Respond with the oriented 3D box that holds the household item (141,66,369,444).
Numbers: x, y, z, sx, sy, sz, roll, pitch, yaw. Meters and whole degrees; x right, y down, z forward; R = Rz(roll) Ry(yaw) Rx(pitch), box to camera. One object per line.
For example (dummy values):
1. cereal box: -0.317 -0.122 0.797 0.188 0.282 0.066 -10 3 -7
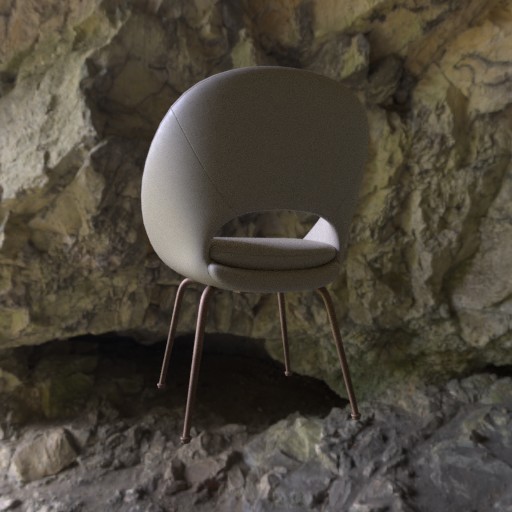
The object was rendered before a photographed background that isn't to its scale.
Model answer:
1. household item: 0.000 0.000 1.256 0.623 0.852 0.573 0 0 -19
